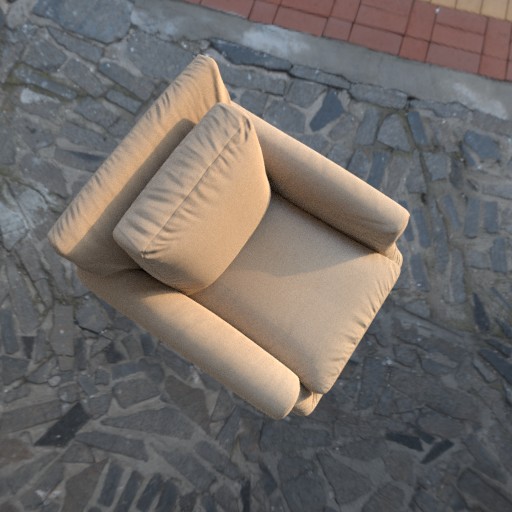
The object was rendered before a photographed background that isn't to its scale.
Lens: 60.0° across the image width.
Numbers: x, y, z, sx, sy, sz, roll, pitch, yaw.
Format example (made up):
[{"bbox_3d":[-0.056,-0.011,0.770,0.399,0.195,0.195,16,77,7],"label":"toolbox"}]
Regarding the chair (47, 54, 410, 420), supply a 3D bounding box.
[{"bbox_3d":[0.000,0.000,1.745,1.066,0.866,0.940,33,77,8],"label":"chair"}]
